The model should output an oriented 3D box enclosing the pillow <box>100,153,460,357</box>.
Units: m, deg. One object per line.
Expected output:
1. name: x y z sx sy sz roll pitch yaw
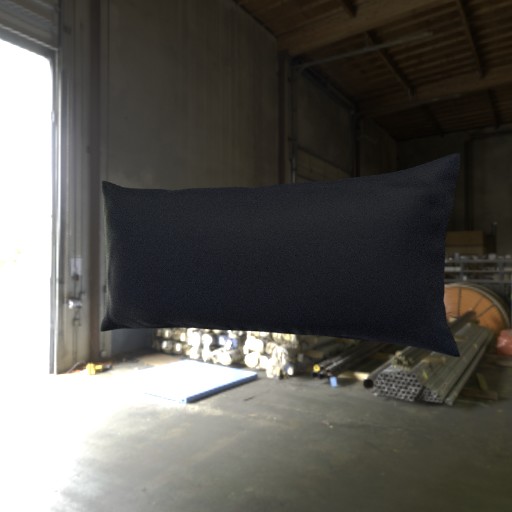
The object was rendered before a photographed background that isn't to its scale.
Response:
1. pillow: 0.000 0.000 0.724 0.610 0.287 0.151 0 -1 19
